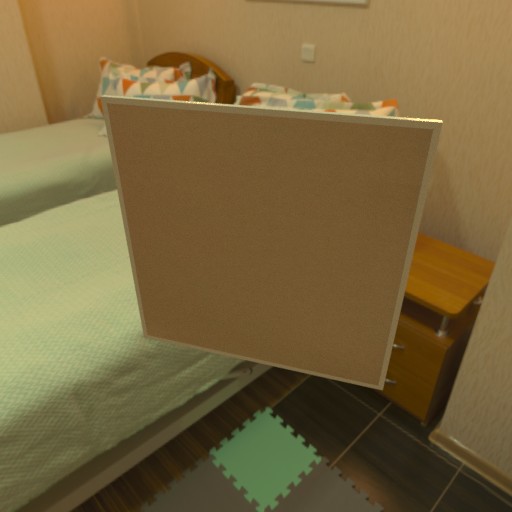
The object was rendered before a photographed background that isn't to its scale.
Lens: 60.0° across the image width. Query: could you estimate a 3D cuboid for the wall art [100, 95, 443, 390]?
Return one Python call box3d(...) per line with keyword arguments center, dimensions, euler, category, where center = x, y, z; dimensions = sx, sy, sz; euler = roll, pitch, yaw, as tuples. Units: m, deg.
box3d(center=(0.000, 0.000, 0.851), dimensions=(0.557, 0.557, 0.012), euler=(9, 33, 14), category="wall art")
